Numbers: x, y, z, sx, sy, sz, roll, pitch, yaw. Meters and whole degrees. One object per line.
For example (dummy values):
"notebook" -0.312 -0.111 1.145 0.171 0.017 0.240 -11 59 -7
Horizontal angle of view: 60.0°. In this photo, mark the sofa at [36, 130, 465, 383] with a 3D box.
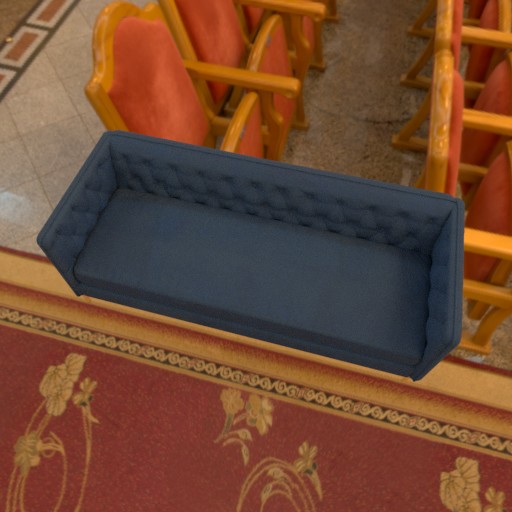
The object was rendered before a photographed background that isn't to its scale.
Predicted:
"sofa" 0.000 0.000 2.687 2.209 0.771 0.895 13 59 8
